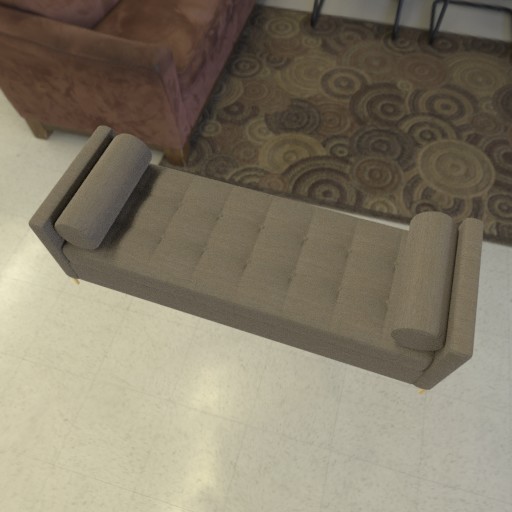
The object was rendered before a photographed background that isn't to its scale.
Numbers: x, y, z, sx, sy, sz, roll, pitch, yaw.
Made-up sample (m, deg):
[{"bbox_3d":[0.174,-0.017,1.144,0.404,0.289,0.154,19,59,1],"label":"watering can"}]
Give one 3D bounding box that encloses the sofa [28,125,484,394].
[{"bbox_3d":[0.000,0.000,2.277,1.981,0.635,0.686,16,60,9],"label":"sofa"}]
